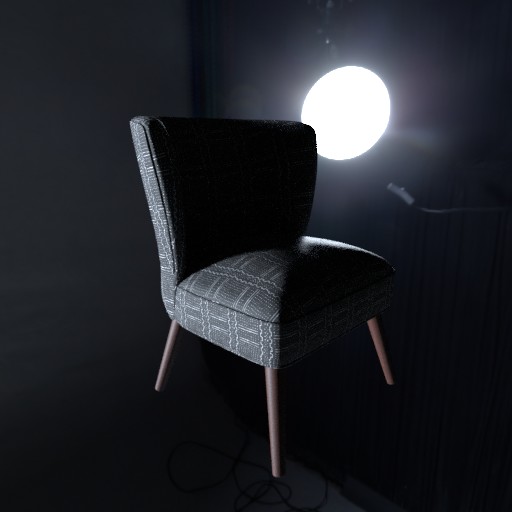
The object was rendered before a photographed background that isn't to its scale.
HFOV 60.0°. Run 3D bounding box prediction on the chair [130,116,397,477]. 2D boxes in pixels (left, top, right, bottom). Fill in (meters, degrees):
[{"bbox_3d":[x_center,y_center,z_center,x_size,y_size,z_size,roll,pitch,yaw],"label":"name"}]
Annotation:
[{"bbox_3d":[0.000,0.000,1.425,0.758,0.866,0.710,14,21,42],"label":"chair"}]
